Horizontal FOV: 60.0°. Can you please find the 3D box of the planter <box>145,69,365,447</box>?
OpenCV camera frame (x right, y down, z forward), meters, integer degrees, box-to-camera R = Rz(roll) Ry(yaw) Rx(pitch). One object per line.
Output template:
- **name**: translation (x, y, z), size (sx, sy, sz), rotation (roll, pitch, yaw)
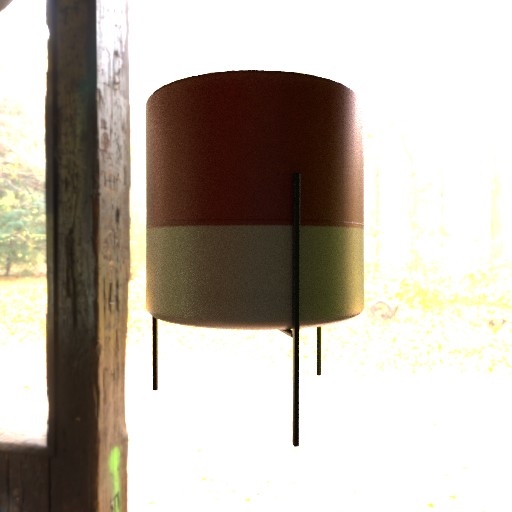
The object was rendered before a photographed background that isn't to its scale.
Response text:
- **planter**: translation (0.000, 0.000, 0.712), size (0.345, 0.465, 0.354), rotation (0, 1, -17)
